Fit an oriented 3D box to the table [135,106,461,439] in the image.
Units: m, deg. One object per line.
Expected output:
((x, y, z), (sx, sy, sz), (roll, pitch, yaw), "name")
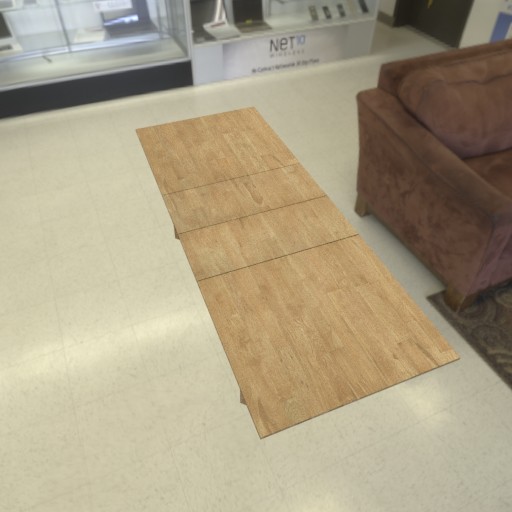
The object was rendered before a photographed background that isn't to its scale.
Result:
((0.000, 0.000, 3.034), (1.000, 0.752, 2.603), (-16, 48, -15), "table")
